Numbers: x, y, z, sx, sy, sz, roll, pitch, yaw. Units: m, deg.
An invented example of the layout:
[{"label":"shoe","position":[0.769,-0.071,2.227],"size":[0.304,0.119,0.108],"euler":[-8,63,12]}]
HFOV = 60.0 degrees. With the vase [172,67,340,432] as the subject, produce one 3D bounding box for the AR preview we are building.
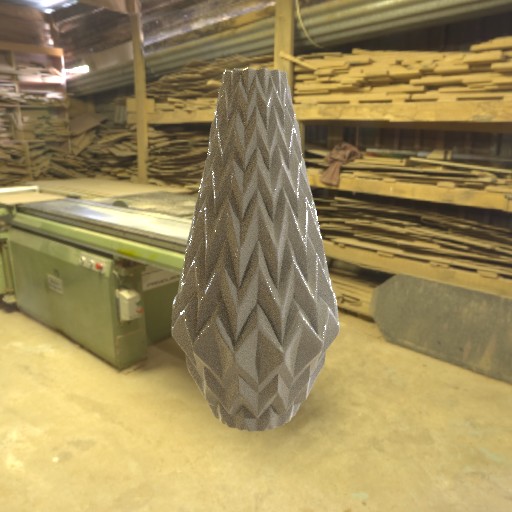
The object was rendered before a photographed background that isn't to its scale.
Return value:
[{"label":"vase","position":[0.000,0.000,0.424],"size":[0.167,0.328,0.167],"euler":[0,15,0]}]
